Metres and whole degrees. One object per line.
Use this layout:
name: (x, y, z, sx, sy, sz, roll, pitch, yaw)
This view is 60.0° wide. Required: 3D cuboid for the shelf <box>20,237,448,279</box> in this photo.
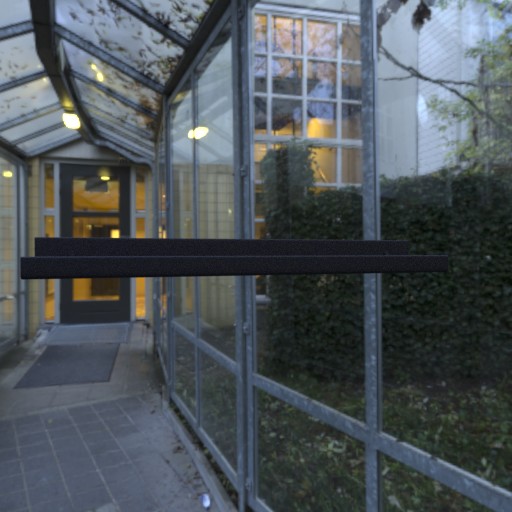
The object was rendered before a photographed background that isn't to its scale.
shelf: (0.000, 0.000, 0.653, 0.605, 0.053, 0.102, 0, 1, -18)
